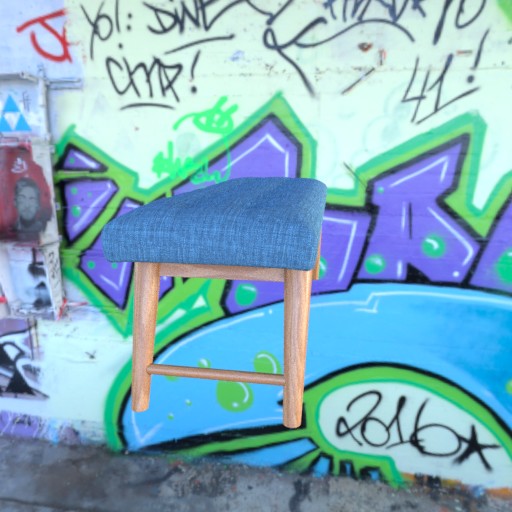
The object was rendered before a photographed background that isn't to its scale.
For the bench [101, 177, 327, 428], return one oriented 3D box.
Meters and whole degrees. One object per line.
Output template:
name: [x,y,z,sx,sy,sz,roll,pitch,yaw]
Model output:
bench: [0.000,0.000,1.364,0.406,0.432,1.118,2,14,9]
